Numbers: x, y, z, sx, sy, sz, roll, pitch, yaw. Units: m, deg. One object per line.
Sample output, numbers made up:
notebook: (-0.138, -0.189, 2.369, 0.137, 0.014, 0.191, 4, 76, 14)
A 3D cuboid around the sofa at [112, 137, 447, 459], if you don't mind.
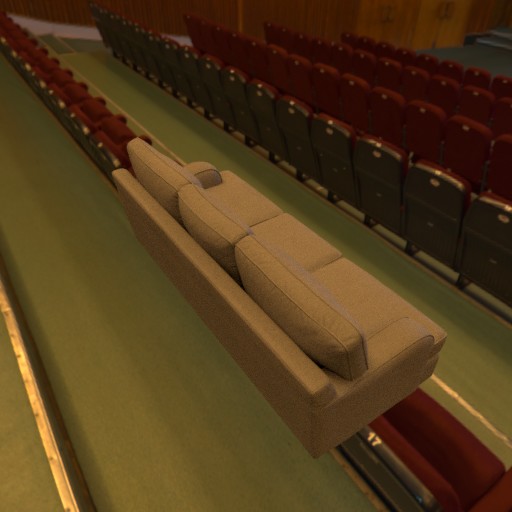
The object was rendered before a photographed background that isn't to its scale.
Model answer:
sofa: (0.000, 0.000, 2.912, 1.016, 0.991, 2.323, -23, 44, -26)
